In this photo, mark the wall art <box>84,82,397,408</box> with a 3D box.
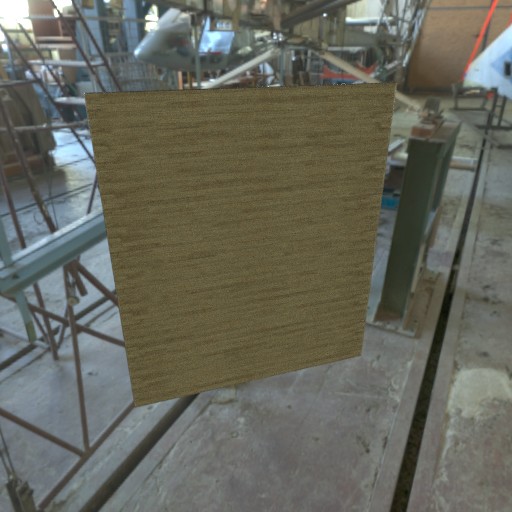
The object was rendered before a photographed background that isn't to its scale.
[{"bbox_3d":[0.000,0.000,0.781,0.483,0.559,0.009,-8,28,-16],"label":"wall art"}]
